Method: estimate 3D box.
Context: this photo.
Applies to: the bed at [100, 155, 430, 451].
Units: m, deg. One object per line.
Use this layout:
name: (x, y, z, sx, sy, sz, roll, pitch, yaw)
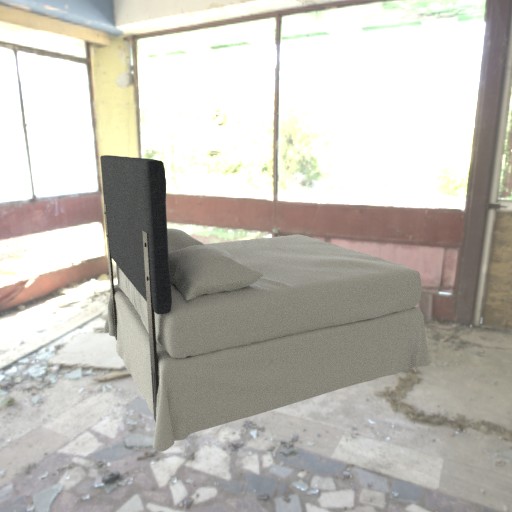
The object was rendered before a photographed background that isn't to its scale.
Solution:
bed: (0.000, 0.000, 3.568, 2.222, 1.577, 1.936, -7, 15, -26)
